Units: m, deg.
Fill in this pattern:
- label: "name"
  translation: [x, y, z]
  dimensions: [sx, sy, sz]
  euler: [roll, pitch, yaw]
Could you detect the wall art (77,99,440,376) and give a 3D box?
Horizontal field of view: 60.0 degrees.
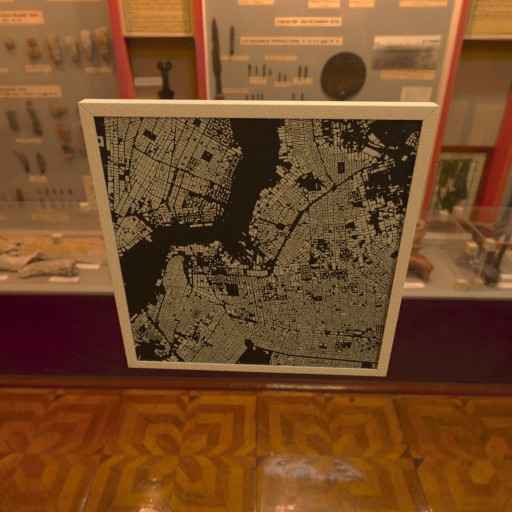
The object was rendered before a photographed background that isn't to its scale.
- label: "wall art"
  translation: [0.000, 0.000, 1.140]
  dimensions: [0.761, 0.762, 0.050]
  euler: [1, 30, 2]
